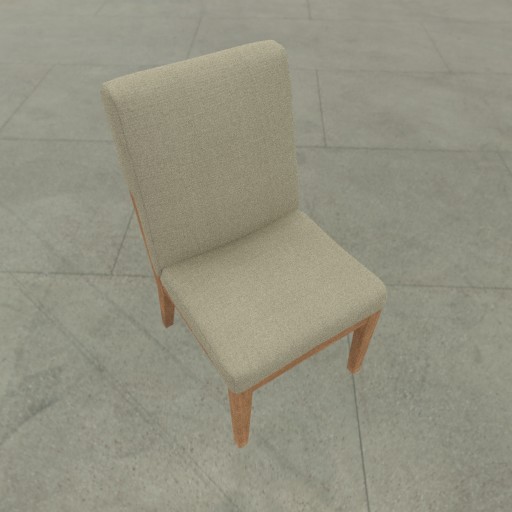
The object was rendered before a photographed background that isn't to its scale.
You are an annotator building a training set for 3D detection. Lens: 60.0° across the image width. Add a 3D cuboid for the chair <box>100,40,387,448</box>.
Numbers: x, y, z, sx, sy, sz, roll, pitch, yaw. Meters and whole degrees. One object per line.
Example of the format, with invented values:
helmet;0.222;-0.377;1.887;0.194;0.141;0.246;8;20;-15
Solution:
chair;0.000;0.000;1.238;0.507;0.911;0.586;-25;52;-22
